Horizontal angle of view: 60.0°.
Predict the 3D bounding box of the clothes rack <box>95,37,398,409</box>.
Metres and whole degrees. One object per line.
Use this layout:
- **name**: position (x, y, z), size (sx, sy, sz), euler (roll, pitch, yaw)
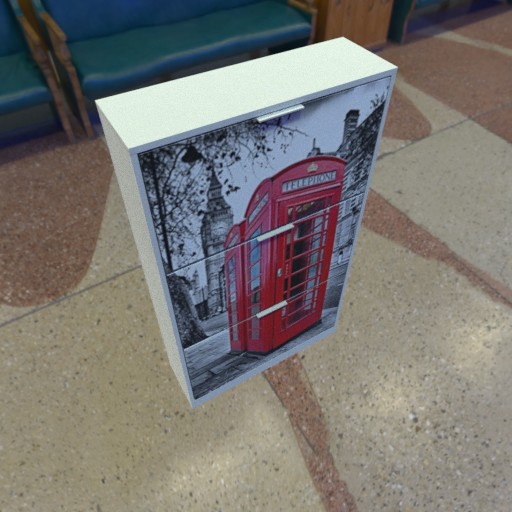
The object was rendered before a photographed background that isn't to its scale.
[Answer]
- **clothes rack**: position (0.000, 0.000, 1.589), size (0.750, 1.280, 0.250), euler (-23, 52, -20)
